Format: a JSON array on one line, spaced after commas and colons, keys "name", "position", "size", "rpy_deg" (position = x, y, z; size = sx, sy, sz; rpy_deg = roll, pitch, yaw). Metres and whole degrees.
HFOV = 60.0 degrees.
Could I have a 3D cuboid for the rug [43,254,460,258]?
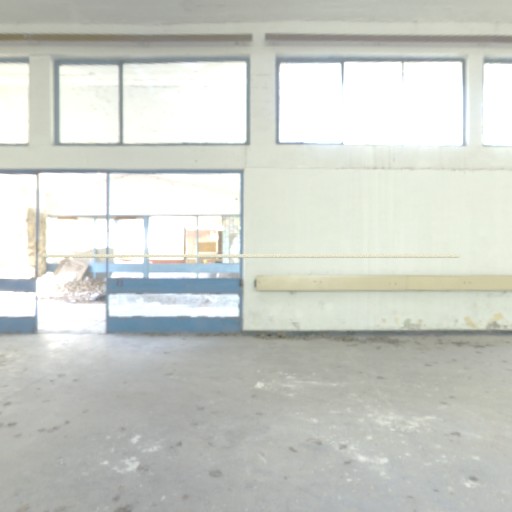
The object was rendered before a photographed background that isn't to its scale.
[{"name": "rug", "position": [0.000, 0.000, 4.709], "size": [2.734, 0.037, 3.659], "rpy_deg": [0, 0, 2]}]
